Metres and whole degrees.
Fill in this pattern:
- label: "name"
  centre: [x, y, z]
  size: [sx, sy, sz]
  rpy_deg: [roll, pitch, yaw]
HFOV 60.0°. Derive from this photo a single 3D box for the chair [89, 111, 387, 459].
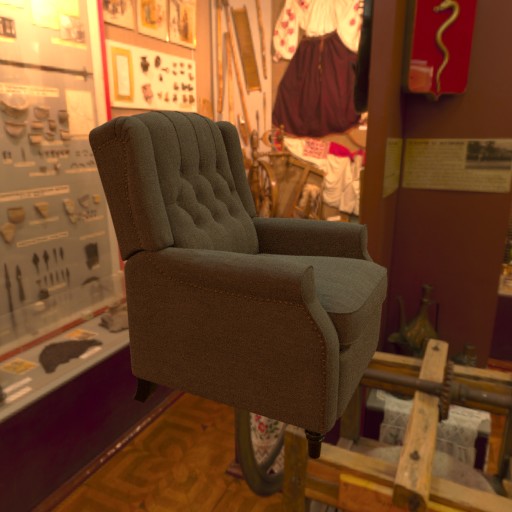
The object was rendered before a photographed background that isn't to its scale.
- label: "chair"
  centre: [0.000, 0.000, 1.638]
  size: [0.898, 1.035, 0.742]
  rpy_deg: [8, 17, 26]
